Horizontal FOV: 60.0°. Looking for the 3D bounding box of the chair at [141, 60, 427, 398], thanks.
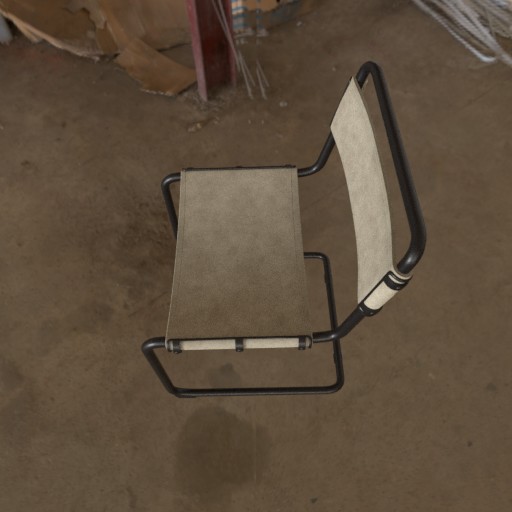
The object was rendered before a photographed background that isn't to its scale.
[{"bbox_3d":[0.000,0.000,1.059,0.497,0.747,0.499,-1,58,-1],"label":"chair"}]
